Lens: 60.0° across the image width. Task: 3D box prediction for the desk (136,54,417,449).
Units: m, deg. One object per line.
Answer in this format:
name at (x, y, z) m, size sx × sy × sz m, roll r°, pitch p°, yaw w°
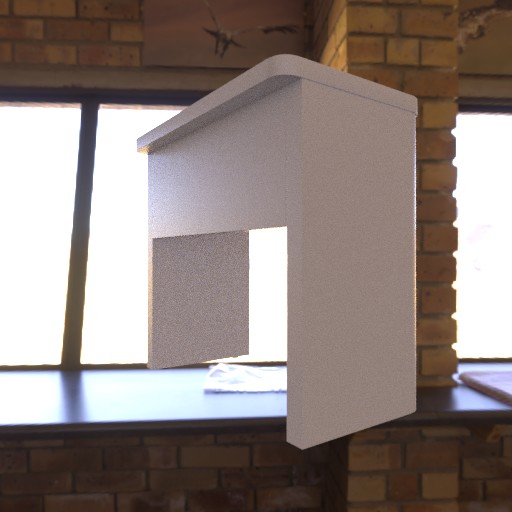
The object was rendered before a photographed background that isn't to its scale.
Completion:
desk at (0.000, 0.000, 1.271) m, size 0.446 × 0.760 × 0.790 m, roll 0°, pitch 0°, yaw -35°
